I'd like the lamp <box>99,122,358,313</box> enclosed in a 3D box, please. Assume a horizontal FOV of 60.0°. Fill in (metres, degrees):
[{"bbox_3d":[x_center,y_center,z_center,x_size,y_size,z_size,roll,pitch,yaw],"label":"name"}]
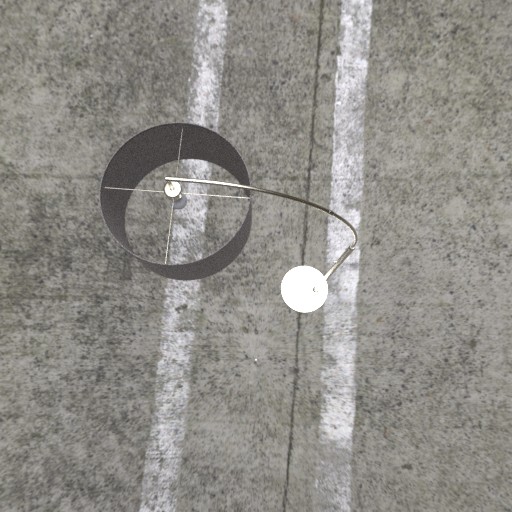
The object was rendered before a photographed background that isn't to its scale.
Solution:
[{"bbox_3d":[0.000,0.000,2.068,0.934,1.735,0.452,4,77,1],"label":"lamp"}]
